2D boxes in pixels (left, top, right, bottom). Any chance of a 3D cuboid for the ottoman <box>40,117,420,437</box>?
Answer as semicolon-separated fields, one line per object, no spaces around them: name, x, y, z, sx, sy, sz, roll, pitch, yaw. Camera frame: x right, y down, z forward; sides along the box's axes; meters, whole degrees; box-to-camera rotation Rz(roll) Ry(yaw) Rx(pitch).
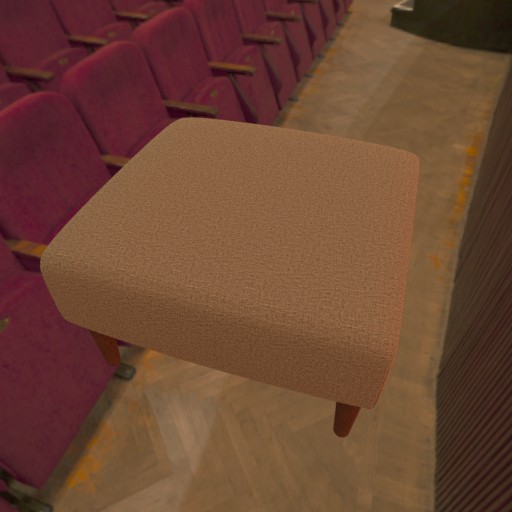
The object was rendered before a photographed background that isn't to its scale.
ottoman;0.000;0.000;1.050;0.650;0.398;0.649;13;44;13
